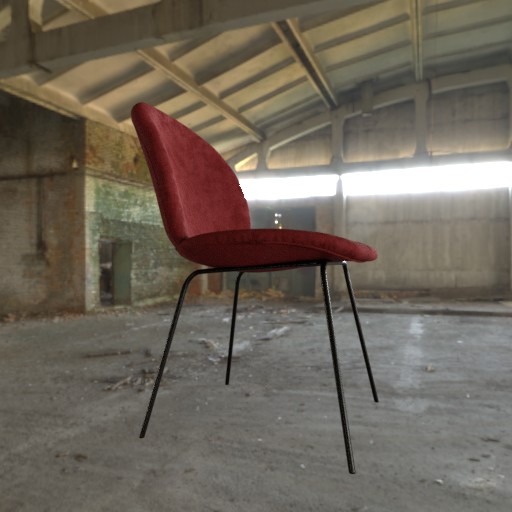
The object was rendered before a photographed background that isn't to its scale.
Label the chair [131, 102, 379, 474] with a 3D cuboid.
[{"bbox_3d":[0.000,0.000,1.107,0.587,0.791,0.458,0,-1,21],"label":"chair"}]
